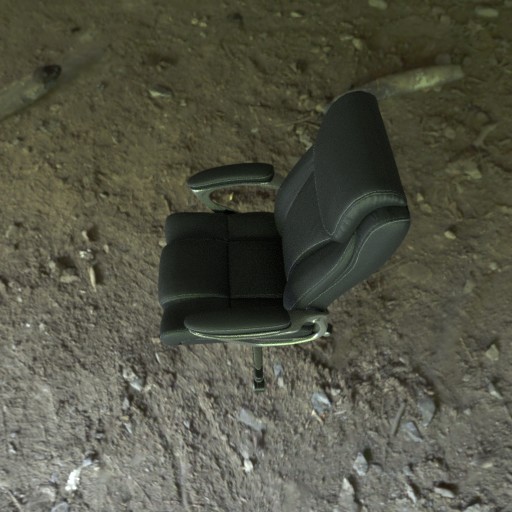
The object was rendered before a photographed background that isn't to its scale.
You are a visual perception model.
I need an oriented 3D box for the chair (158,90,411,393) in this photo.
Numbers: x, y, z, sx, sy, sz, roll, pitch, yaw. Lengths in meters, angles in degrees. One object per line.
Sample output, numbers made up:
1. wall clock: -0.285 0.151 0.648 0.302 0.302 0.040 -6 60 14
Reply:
1. chair: 0.000 0.000 1.673 0.784 1.167 0.741 -3 59 -2
